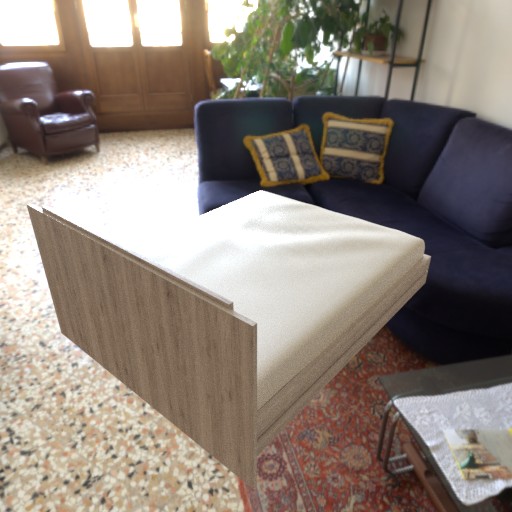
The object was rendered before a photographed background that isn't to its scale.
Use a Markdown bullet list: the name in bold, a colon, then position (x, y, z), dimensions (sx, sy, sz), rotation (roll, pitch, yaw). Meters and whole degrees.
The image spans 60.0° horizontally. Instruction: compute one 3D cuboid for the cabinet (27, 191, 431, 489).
- **cabinet**: position (0.000, 0.000, 3.011), dimensions (1.750, 0.970, 2.080), rotation (23, 36, 35)
